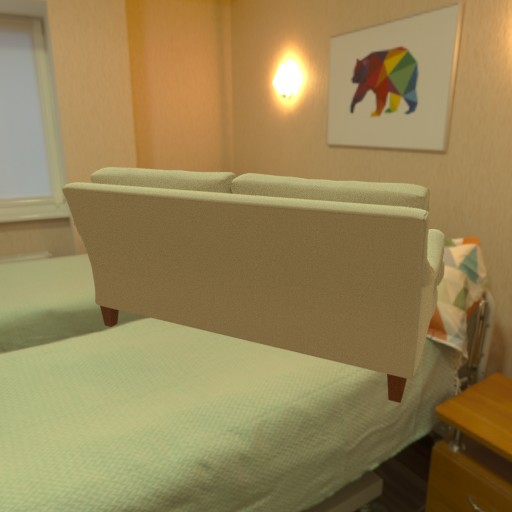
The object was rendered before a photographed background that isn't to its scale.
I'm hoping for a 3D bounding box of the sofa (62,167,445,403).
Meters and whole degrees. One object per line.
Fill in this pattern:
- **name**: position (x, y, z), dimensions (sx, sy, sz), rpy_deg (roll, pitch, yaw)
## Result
- **sofa**: position (0.000, 0.000, 2.802), dimensions (2.159, 1.087, 1.086), rpy_deg (8, 18, 26)
